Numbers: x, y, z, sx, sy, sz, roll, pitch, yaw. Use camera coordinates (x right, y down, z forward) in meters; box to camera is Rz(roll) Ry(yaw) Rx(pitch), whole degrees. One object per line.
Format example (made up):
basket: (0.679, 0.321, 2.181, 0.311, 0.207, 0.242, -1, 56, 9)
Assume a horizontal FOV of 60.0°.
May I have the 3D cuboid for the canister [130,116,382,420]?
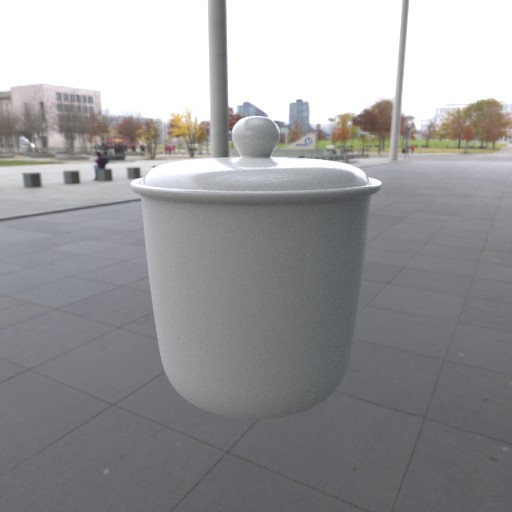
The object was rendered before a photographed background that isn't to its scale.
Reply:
canister: (0.000, 0.000, 0.345, 0.182, 0.208, 0.182, 0, 14, 0)
